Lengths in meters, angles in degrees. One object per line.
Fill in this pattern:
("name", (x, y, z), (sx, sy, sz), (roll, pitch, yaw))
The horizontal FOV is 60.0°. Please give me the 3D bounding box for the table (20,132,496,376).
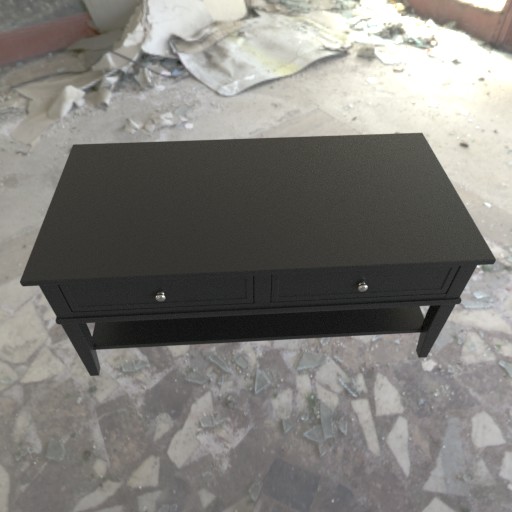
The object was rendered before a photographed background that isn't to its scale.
("table", (0.000, 0.000, 1.317), (1.044, 0.470, 0.523), (-3, 47, -2))
